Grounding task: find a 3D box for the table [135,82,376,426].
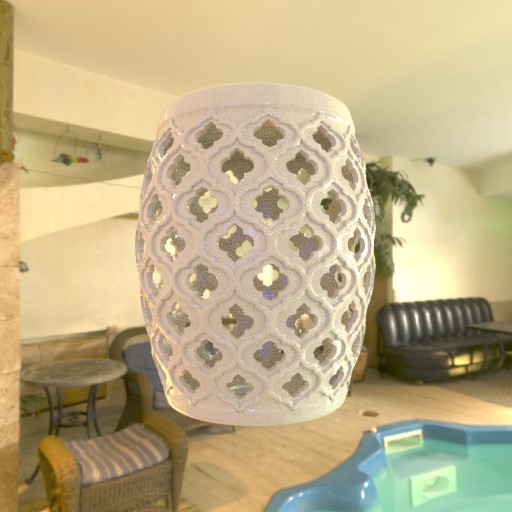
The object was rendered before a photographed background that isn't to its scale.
[{"bbox_3d":[0.000,0.000,0.619,0.325,0.388,0.325,0,-1,0],"label":"table"}]
